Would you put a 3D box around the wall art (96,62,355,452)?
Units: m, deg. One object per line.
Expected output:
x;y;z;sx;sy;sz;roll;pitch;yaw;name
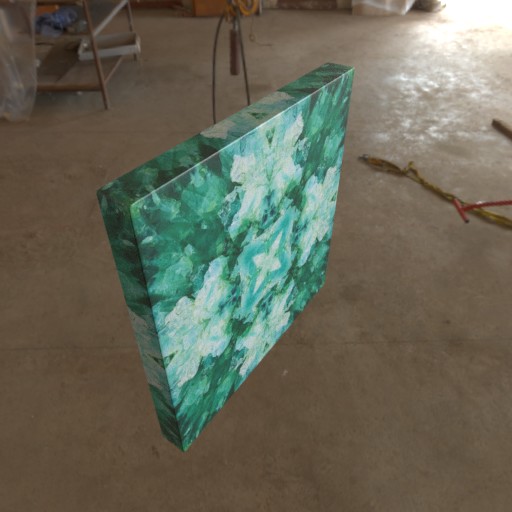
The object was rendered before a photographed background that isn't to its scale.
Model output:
0.000;0.000;0.470;0.033;0.313;0.313;24;46;26;wall art
